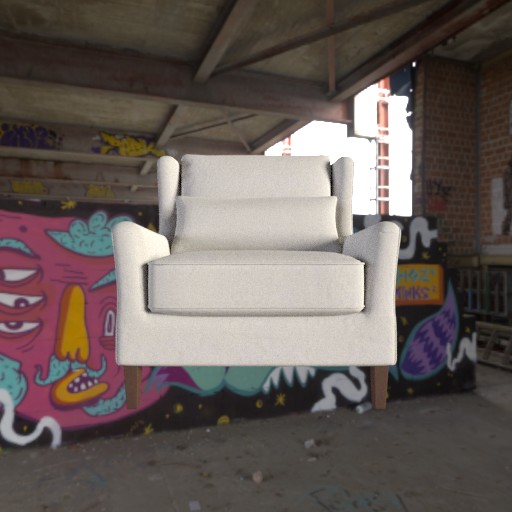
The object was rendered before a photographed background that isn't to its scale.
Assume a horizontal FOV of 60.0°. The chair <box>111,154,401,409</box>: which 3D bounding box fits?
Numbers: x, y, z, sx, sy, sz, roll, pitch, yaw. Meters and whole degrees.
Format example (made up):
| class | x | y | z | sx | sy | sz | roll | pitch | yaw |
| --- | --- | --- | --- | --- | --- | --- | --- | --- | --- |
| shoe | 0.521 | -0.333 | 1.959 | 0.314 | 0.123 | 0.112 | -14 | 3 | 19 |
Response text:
| class | x | y | z | sx | sy | sz | roll | pitch | yaw |
| --- | --- | --- | --- | --- | --- | --- | --- | --- | --- |
| chair | 0.000 | 0.000 | 1.963 | 0.982 | 1.056 | 1.040 | 0 | -1 | 0 |
